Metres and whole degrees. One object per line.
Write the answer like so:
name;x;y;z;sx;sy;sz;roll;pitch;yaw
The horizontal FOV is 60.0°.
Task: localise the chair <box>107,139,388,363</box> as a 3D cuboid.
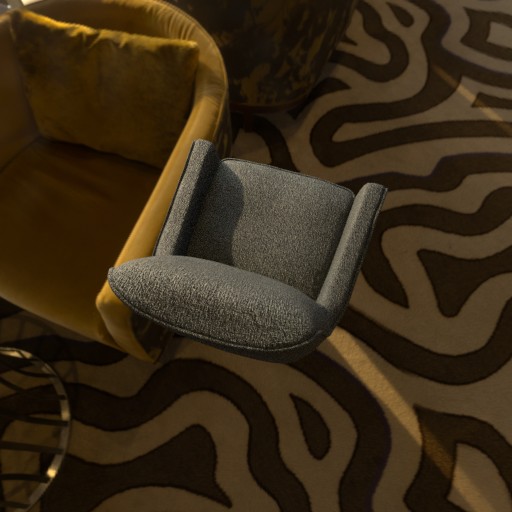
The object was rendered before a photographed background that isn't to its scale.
chair;0.000;0.000;1.525;0.763;0.883;0.859;16;65;8
